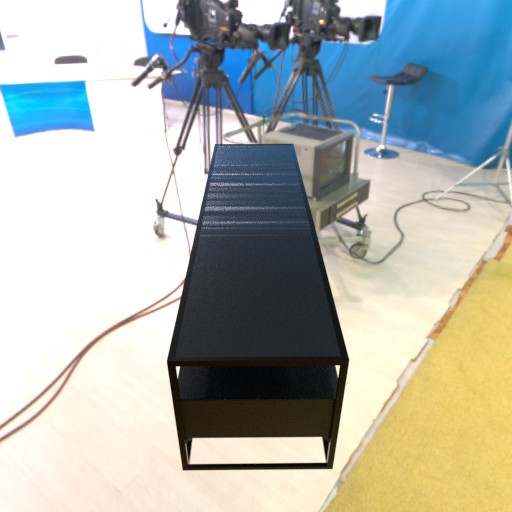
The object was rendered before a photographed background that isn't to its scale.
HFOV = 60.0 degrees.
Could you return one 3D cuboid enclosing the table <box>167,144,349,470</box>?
[{"bbox_3d":[0.000,0.000,1.688,0.399,0.395,1.486,0,32,0],"label":"table"}]
